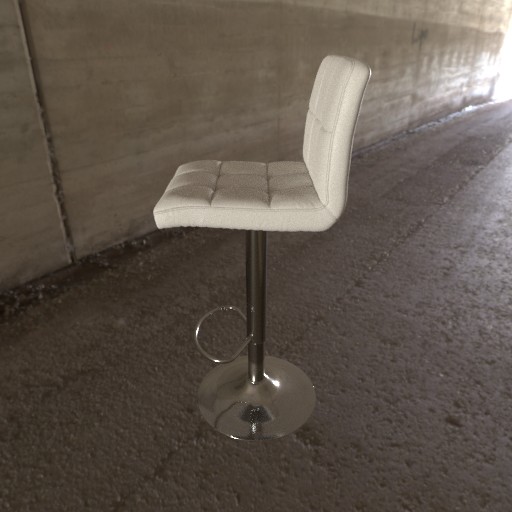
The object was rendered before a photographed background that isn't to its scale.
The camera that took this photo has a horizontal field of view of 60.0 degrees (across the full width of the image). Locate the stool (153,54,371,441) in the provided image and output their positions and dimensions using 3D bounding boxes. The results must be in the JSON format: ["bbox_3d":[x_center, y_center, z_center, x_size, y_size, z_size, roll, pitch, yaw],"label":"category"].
[{"bbox_3d":[0.000,0.000,1.355,0.505,1.115,0.430,0,26,0],"label":"stool"}]
